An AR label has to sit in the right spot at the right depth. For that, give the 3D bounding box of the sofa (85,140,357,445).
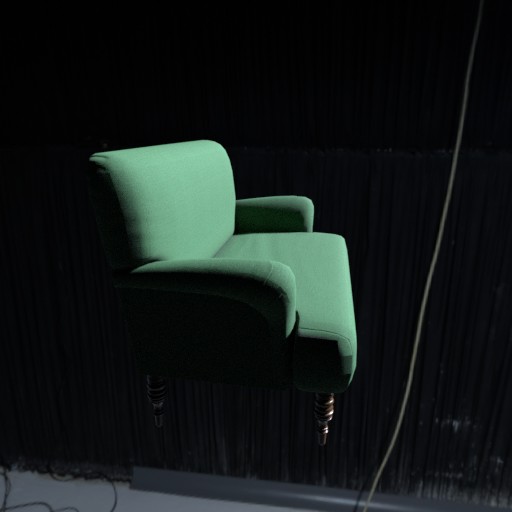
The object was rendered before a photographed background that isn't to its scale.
[{"bbox_3d":[0.000,0.000,1.829,0.779,0.889,1.297,3,17,9],"label":"sofa"}]
